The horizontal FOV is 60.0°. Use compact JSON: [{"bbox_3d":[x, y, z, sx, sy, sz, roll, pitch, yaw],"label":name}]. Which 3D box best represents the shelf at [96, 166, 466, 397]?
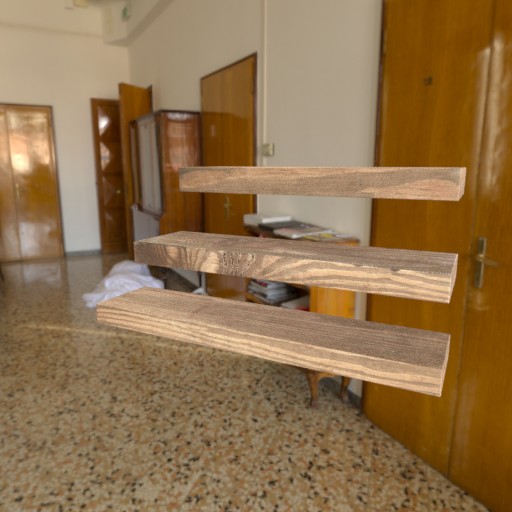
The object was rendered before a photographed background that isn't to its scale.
[{"bbox_3d":[0.000,0.000,0.743,0.610,0.293,0.140,6,13,26],"label":"shelf"}]
